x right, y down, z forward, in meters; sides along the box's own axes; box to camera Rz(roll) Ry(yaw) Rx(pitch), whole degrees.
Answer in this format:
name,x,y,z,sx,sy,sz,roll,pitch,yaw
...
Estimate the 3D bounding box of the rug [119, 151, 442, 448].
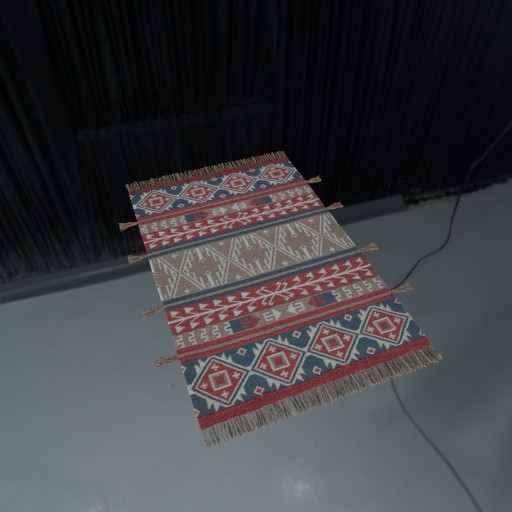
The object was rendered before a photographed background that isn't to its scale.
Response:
name,x,y,z,sx,sy,sz,roll,pitch,yaw
rug,0.000,0.000,2.694,1.469,0.040,2.025,-15,48,-15
